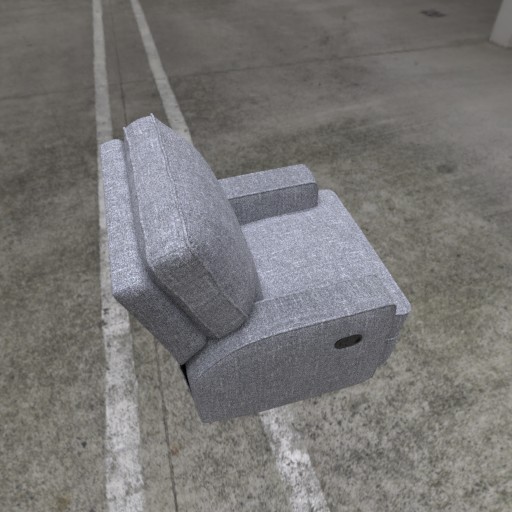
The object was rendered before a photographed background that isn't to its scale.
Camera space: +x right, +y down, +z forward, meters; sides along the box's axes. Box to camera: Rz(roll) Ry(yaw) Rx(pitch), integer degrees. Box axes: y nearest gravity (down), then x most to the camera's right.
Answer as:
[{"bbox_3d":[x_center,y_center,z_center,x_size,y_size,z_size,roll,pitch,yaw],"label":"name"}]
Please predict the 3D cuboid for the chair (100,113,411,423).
[{"bbox_3d":[0.000,0.000,1.703,0.964,0.962,0.861,-12,47,-11],"label":"chair"}]
